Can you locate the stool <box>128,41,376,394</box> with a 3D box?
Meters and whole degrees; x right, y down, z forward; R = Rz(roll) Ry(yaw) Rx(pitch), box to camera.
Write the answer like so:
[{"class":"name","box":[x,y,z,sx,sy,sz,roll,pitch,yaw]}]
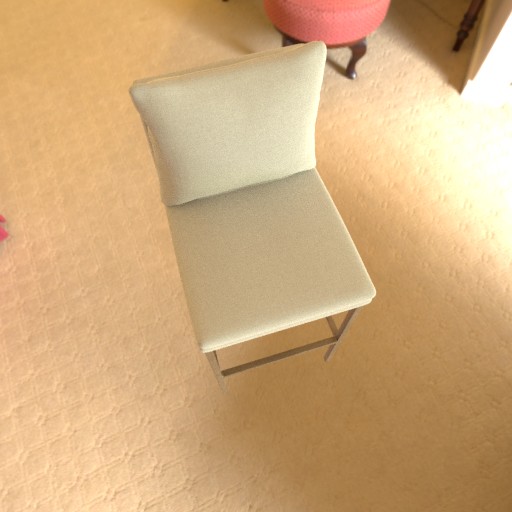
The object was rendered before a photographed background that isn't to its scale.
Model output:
[{"class":"stool","box":[0.000,0.000,1.365,0.463,1.125,0.572,-16,65,-8]}]
